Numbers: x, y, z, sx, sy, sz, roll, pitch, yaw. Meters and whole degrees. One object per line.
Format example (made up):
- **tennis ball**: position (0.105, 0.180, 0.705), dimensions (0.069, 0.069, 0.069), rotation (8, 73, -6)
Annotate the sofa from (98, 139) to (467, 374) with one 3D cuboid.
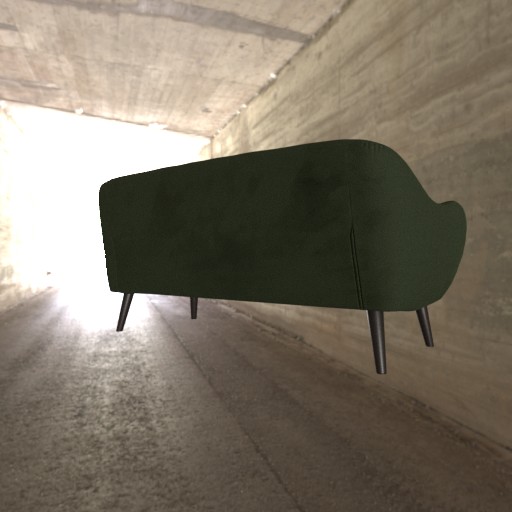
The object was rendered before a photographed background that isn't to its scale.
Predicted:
- **sofa**: position (0.000, 0.000, 2.240), dimensions (1.840, 0.836, 0.820), rotation (0, 0, 36)
